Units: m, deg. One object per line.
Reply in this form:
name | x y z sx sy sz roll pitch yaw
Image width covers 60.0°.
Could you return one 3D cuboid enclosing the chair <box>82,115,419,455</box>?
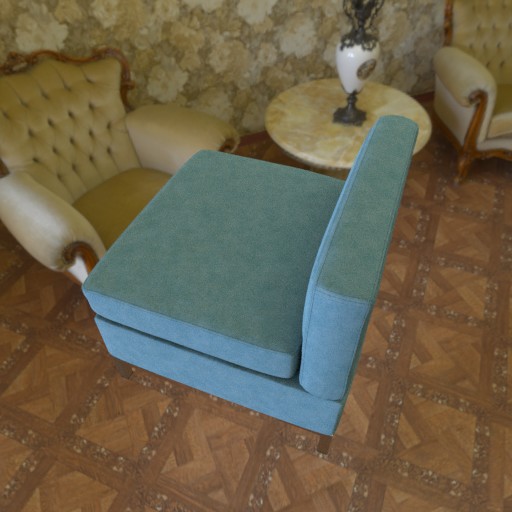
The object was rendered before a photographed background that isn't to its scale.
chair | 0.000 0.000 1.249 0.685 0.660 0.684 15 48 15
